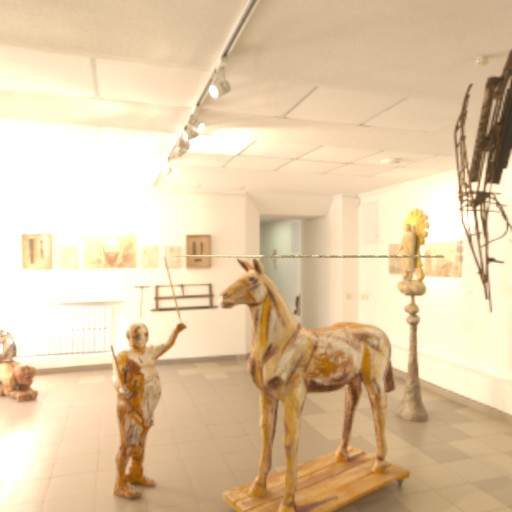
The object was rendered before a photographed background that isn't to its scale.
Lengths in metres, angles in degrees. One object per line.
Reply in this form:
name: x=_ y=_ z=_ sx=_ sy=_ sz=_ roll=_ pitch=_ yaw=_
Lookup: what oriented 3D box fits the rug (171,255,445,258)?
rug: x=0.000 y=0.000 z=2.756 sx=0.750 sy=0.009 sz=2.435 roll=0 pitch=0 yaw=-18
